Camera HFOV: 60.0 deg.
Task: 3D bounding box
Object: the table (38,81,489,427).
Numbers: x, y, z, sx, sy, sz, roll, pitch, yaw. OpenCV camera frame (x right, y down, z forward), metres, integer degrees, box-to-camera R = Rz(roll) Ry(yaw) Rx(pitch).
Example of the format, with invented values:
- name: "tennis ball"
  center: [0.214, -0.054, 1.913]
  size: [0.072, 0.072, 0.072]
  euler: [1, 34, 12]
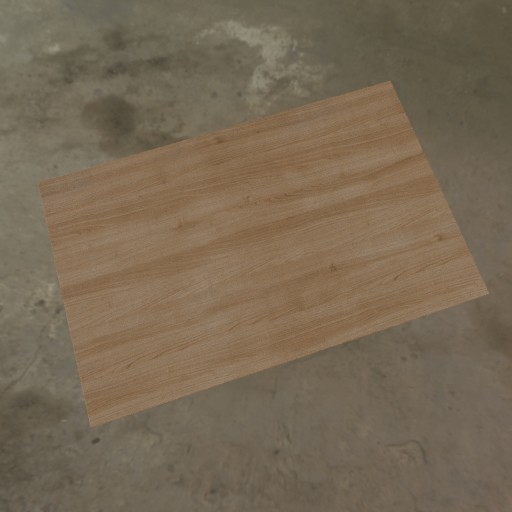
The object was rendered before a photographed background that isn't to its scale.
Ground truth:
- name: "table"
  center: [0.000, 0.000, 1.452]
  size: [1.100, 0.440, 0.700]
  euler: [-17, 76, -5]
